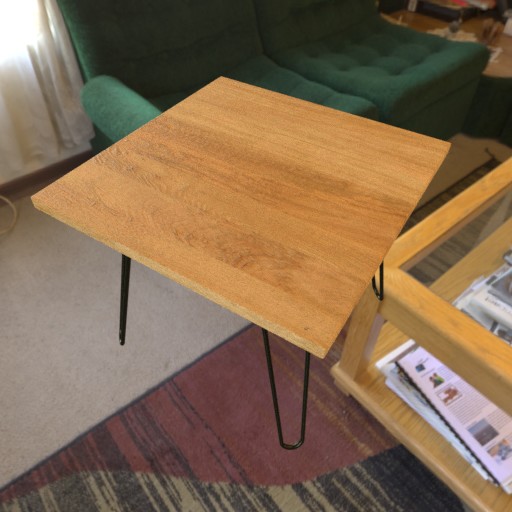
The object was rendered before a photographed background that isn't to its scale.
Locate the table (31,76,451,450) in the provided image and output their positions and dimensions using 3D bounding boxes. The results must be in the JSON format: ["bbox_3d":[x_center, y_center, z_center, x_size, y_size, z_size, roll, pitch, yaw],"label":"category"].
[{"bbox_3d":[0.000,0.000,1.053,0.599,0.500,0.599,25,51,22],"label":"table"}]
